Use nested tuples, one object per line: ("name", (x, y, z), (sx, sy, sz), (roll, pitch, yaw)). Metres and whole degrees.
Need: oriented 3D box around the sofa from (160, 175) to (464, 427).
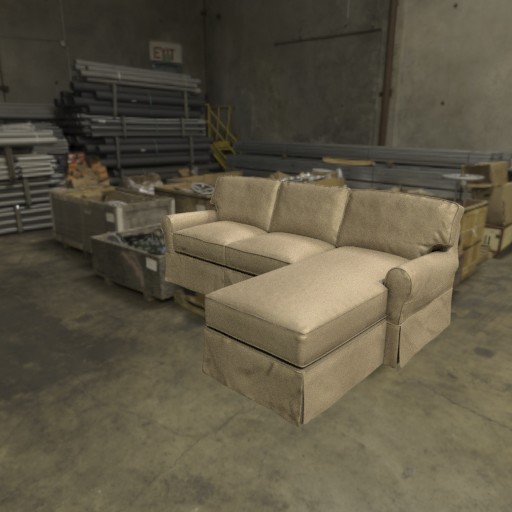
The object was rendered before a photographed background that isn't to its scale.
("sofa", (0.000, 0.000, 3.380), (2.475, 0.978, 1.733), (15, 22, 41))
